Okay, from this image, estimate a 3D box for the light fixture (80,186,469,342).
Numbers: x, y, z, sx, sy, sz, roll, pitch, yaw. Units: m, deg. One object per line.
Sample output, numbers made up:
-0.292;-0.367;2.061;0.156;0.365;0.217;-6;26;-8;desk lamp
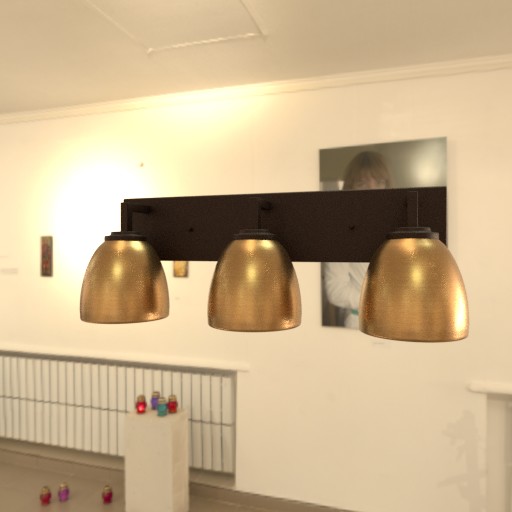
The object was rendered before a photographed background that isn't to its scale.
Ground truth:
0.000;0.000;0.666;0.582;0.204;0.157;0;1;17;light fixture
